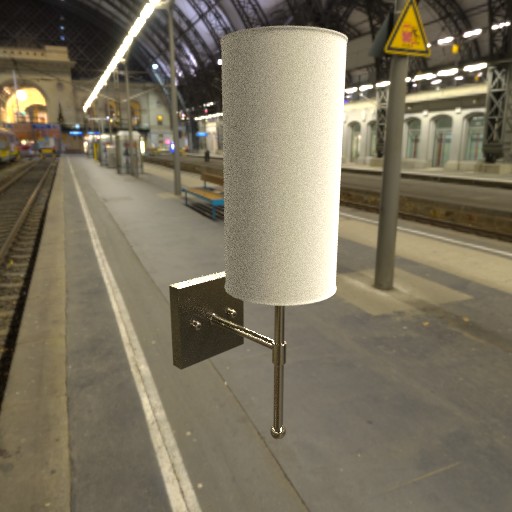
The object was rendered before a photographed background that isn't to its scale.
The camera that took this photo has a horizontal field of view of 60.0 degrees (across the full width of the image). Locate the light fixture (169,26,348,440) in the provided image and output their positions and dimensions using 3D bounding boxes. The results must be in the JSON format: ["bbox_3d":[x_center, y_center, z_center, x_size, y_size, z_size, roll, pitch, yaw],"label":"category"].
[{"bbox_3d":[0.000,0.000,0.534,0.128,0.462,0.208,-13,19,-43],"label":"light fixture"}]
